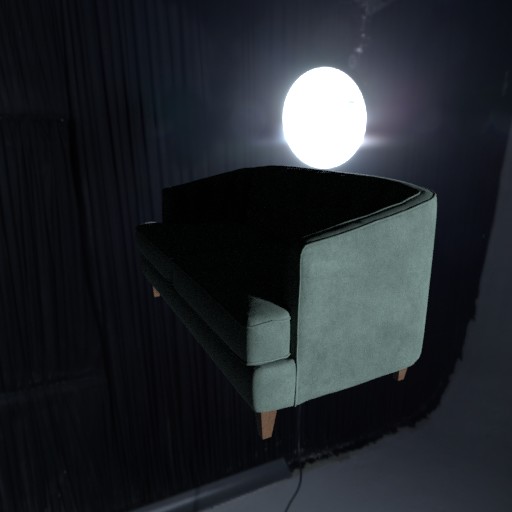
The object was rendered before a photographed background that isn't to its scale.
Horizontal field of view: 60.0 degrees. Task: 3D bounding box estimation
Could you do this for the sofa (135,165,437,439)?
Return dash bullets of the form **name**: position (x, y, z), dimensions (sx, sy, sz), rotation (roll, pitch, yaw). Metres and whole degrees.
- **sofa**: position (0.000, 0.000, 2.307), dimensions (0.941, 0.855, 1.733), rotation (-7, 17, -25)
